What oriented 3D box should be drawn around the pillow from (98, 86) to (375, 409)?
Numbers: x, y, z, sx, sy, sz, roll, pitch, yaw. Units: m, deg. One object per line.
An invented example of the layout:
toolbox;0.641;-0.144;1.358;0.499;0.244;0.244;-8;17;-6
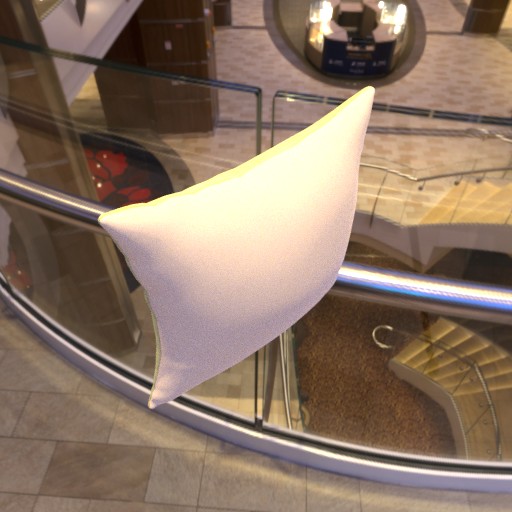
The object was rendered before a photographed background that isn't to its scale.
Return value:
pillow;0.000;0.000;0.825;0.560;0.487;0.229;-33;55;-28
